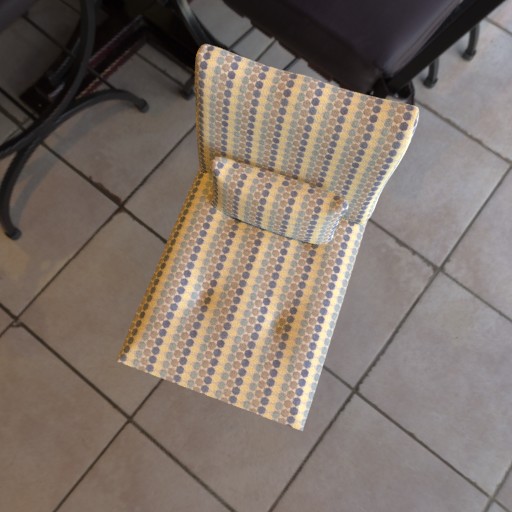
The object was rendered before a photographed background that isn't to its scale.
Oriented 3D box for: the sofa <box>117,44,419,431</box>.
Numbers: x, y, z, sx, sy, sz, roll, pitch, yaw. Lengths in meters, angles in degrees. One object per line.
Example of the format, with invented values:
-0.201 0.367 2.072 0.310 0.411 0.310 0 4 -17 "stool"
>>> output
0.000 0.000 1.546 0.700 0.820 1.000 19 75 5 "sofa"
